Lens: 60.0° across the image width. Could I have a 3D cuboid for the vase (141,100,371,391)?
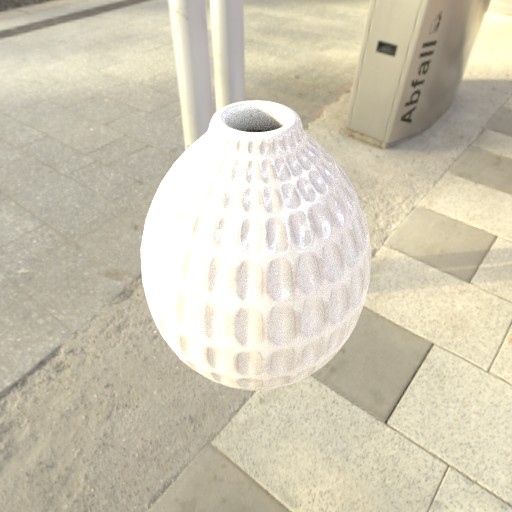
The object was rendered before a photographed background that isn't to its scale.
[{"bbox_3d":[0.000,0.000,0.252,0.128,0.167,0.128,0,42,0],"label":"vase"}]
